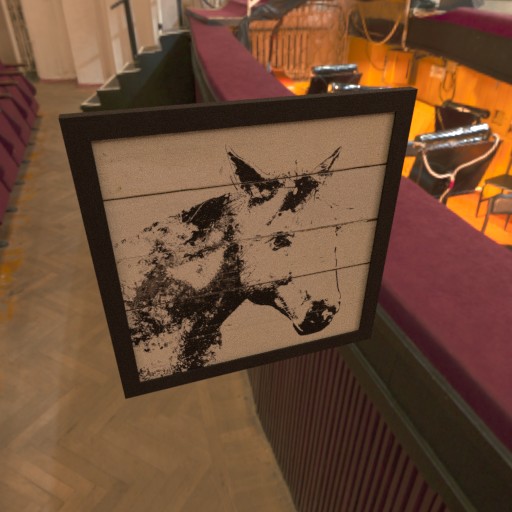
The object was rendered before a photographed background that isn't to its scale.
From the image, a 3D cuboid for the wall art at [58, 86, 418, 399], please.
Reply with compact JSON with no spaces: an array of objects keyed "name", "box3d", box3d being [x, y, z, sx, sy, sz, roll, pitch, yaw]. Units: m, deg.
[{"name":"wall art","box3d":[0.000,0.000,1.492,1.016,1.016,0.038,-10,34,-15]}]
